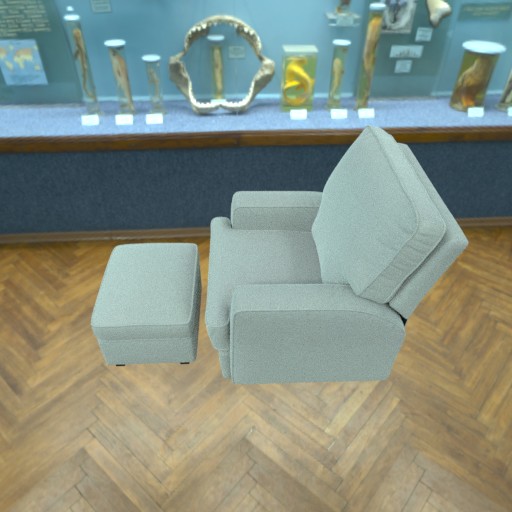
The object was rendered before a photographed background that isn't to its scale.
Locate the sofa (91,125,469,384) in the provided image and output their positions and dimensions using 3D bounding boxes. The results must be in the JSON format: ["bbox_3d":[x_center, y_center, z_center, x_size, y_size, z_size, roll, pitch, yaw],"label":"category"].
[{"bbox_3d":[0.000,0.000,2.040,1.472,0.959,0.861,-1,41,-2],"label":"sofa"}]
